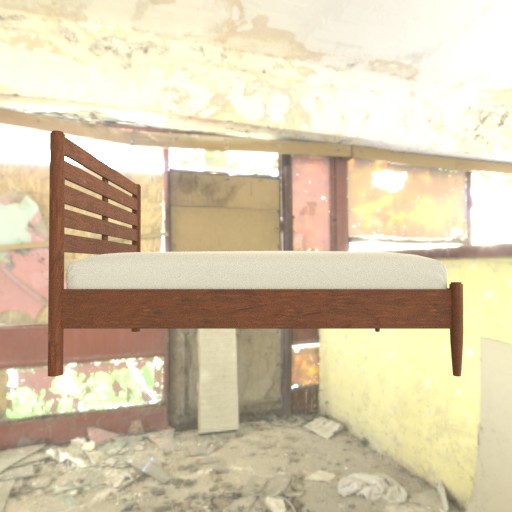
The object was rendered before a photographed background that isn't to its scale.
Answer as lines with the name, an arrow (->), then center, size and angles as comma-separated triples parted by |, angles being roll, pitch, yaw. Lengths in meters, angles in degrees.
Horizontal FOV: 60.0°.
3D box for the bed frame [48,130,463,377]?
bed frame -> 0.000, 0.000, 3.190 | 2.234, 1.321, 1.655 | 0, -1, 0
